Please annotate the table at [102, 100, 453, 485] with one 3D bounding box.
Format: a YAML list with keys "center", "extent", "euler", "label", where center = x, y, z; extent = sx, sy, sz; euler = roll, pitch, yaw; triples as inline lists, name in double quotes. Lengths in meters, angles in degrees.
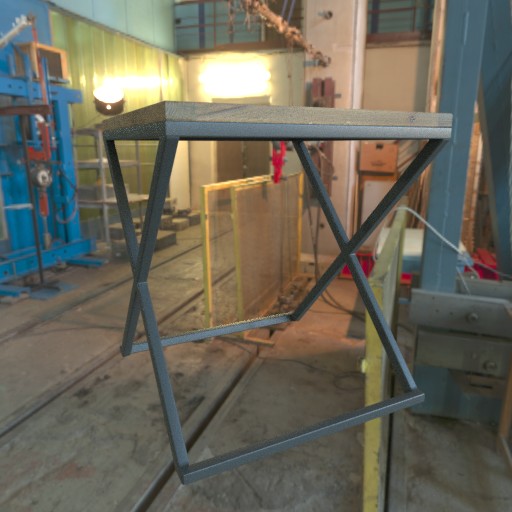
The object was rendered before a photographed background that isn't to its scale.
- center: [0.000, 0.000, 0.919]
  extent: [0.499, 0.550, 0.498]
  euler: [-7, 16, -26]
  label: "table"
